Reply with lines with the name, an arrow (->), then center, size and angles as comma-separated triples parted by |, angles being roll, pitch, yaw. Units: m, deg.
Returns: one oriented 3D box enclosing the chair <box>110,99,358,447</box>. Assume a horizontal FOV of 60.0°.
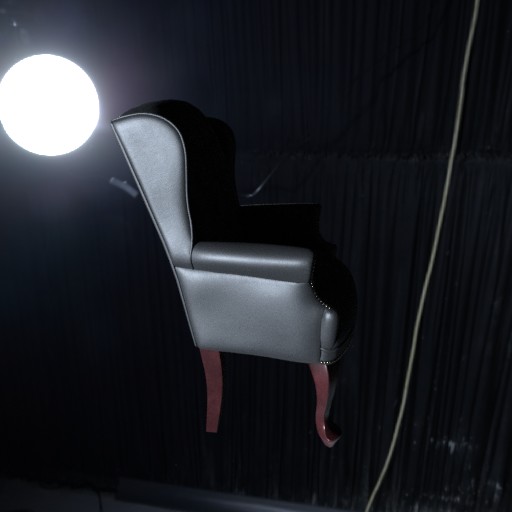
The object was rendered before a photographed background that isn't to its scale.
chair -> 0.000, 0.000, 1.661 | 0.762, 1.111, 0.838 | 3, 17, 9
